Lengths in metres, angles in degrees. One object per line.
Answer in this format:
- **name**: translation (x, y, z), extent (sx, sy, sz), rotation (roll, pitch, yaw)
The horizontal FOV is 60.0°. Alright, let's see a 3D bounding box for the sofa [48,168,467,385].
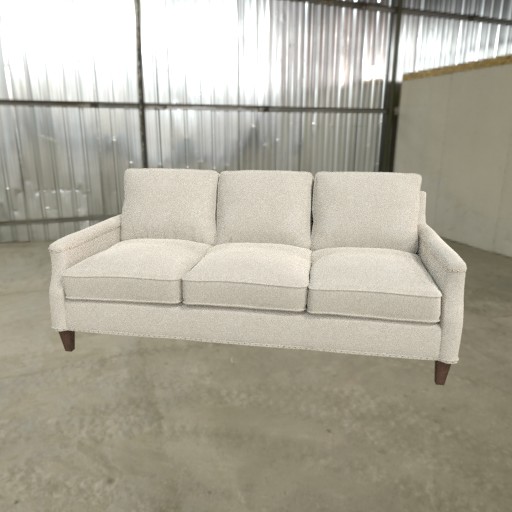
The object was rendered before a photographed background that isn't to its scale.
- **sofa**: translation (0.000, 0.000, 2.791), extent (2.246, 1.003, 1.084), rotation (3, 17, 9)
